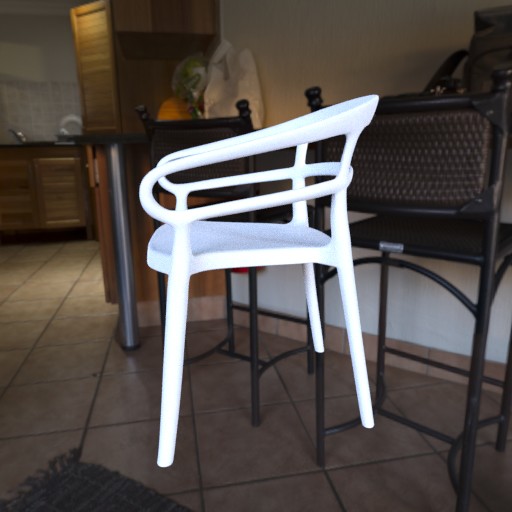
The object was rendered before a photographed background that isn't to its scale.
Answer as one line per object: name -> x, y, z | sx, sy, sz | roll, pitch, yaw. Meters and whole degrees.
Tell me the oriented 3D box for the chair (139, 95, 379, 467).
chair -> 0.000, 0.000, 1.111 | 0.527, 0.761, 0.559 | -2, 15, -9
